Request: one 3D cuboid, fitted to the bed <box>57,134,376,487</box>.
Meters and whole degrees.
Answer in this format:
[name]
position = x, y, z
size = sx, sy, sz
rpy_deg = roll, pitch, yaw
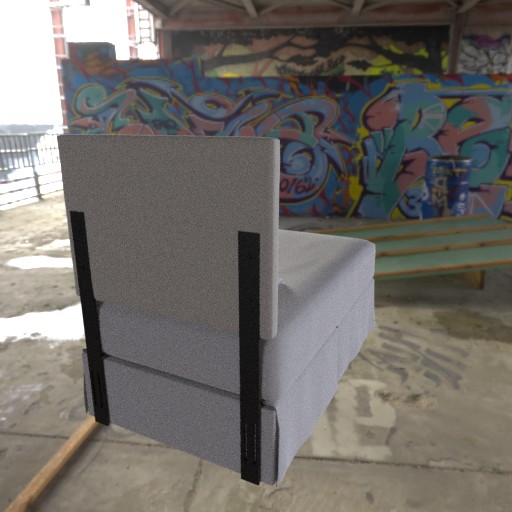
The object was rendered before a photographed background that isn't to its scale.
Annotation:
[bed]
position = 0.000, 0.000, 2.905
size = 1.261, 1.571, 1.997
rpy_deg = 8, 19, 26
